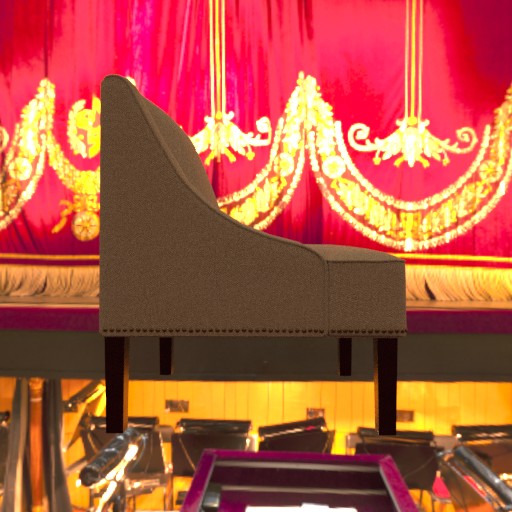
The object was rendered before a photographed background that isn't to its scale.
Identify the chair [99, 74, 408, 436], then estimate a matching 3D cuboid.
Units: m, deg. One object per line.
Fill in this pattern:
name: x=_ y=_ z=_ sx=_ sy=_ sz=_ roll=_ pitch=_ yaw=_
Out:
chair: x=0.000 y=0.000 z=1.358 sx=0.748 sy=0.872 sz=0.628 roll=0 pitch=-1 yaw=1
